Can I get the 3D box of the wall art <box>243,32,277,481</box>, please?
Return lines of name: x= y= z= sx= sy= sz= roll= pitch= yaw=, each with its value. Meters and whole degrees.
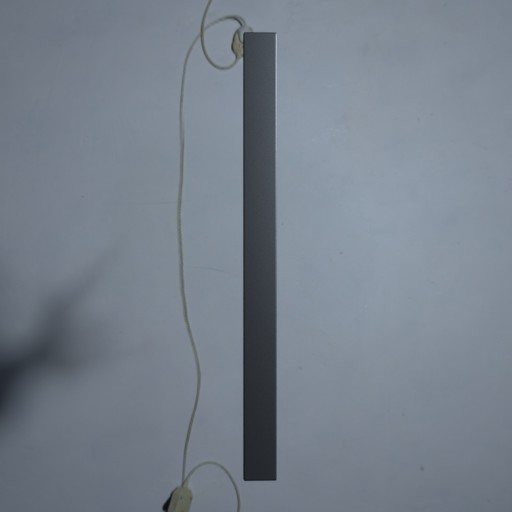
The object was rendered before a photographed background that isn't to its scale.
wall art: x=0.000 y=0.000 z=0.540 sx=0.028 sy=0.330 sz=0.380 roll=0 pitch=90 yaw=-1
